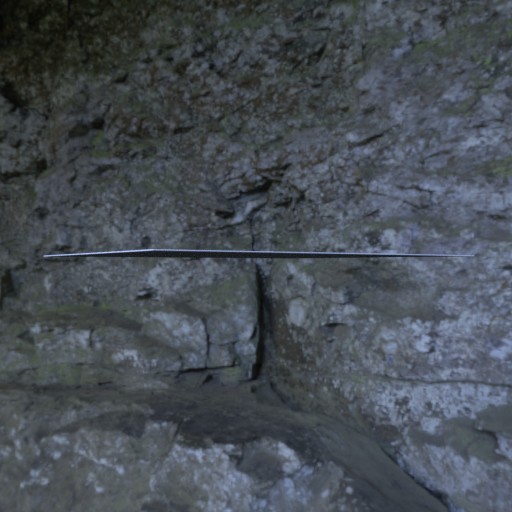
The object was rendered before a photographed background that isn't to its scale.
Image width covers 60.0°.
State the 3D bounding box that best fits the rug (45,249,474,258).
[{"bbox_3d":[0.000,0.000,3.997,3.045,0.008,2.421,1,-1,-37],"label":"rug"}]
